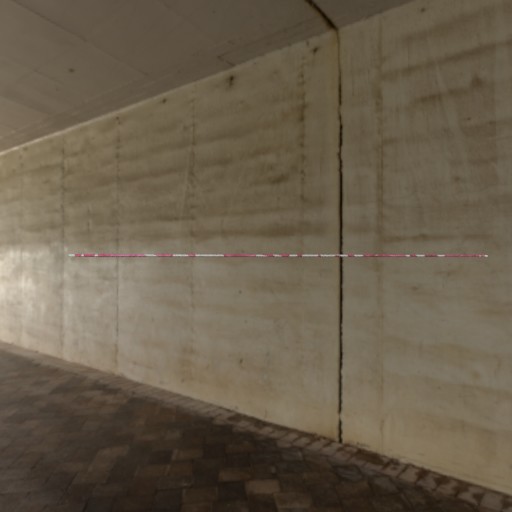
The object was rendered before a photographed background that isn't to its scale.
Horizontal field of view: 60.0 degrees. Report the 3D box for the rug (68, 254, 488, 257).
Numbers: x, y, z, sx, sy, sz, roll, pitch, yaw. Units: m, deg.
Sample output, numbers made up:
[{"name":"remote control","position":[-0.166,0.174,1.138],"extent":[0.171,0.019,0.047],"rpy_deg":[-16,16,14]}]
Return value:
[{"name":"rug","position":[0.000,0.000,4.169],"extent":[3.095,0.016,2.441],"rpy_deg":[0,0,-18]}]
